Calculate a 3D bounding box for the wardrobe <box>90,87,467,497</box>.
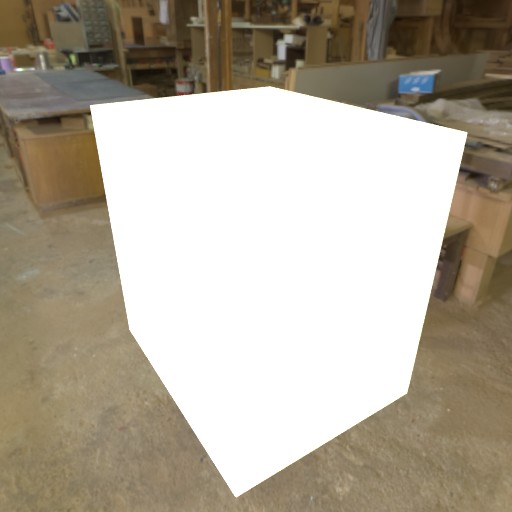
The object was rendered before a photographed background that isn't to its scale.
[{"bbox_3d":[0.000,0.000,0.851,0.400,0.520,0.500,-18,34,-28],"label":"wardrobe"}]
